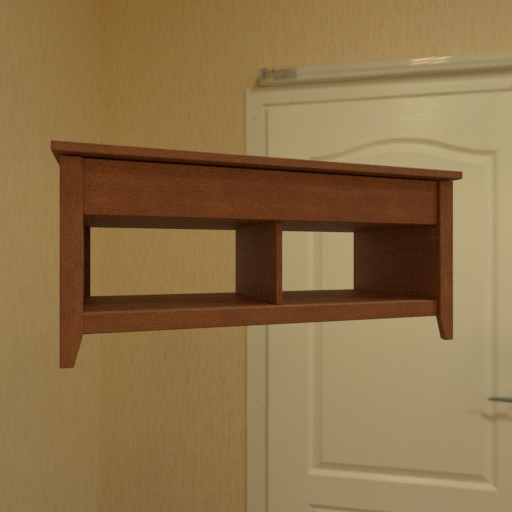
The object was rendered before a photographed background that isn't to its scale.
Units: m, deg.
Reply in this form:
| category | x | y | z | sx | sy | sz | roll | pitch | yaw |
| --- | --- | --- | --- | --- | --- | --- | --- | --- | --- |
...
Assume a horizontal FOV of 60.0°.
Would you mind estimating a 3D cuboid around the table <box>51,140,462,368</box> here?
| category | x | y | z | sx | sy | sz | roll | pitch | yaw |
| --- | --- | --- | --- | --- | --- | --- | --- | --- | --- |
| table | 0.000 | 0.000 | 1.264 | 1.016 | 0.457 | 0.483 | 0 | 0 | -19 |
